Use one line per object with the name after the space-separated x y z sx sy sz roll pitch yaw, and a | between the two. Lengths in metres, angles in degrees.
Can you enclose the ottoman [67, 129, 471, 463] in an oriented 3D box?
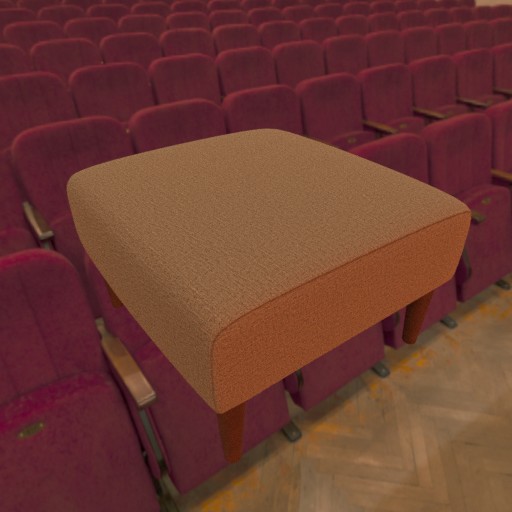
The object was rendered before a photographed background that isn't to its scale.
0.000 0.000 1.030 0.649 0.398 0.650 -22 39 -30 | ottoman
